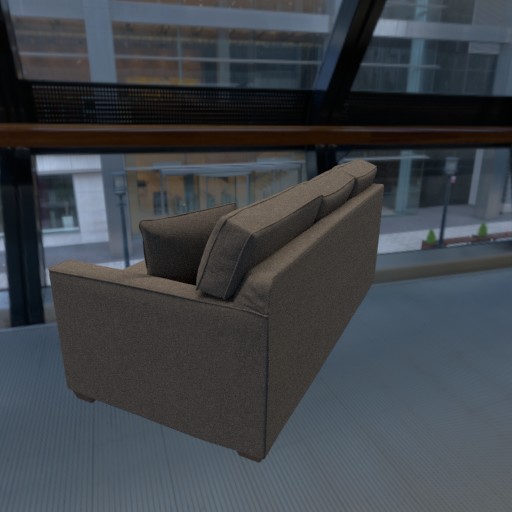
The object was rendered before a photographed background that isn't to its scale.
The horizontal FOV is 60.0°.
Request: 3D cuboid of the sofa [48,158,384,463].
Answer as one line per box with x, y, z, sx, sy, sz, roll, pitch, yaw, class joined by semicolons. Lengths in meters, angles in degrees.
0.000;0.000;2.508;1.034;0.946;1.963;9;20;24;sofa
